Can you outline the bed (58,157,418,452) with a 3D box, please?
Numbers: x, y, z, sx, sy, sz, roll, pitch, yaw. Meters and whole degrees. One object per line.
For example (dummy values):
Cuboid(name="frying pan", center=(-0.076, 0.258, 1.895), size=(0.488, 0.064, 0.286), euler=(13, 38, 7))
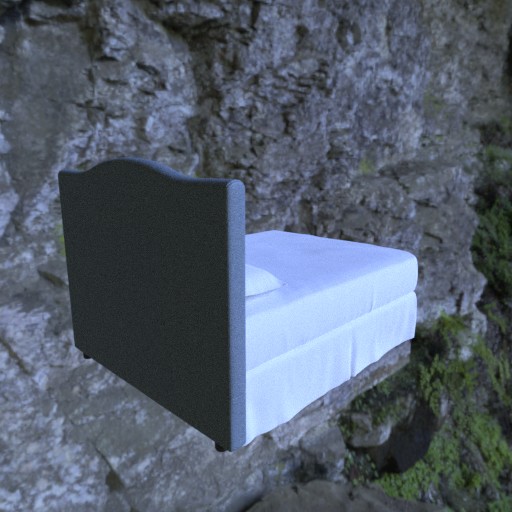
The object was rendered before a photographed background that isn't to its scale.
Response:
Cuboid(name="bed", center=(0.000, 0.000, 3.323), size=(1.753, 1.460, 2.143), euler=(12, 18, 43))
